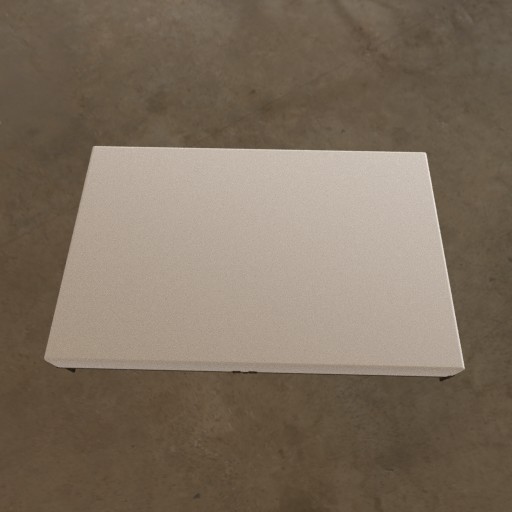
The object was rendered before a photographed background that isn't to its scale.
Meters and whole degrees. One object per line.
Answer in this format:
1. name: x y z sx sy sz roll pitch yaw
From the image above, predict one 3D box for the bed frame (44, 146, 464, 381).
1. bed frame: 0.000 0.000 3.729 2.987 0.440 1.930 1 64 1
